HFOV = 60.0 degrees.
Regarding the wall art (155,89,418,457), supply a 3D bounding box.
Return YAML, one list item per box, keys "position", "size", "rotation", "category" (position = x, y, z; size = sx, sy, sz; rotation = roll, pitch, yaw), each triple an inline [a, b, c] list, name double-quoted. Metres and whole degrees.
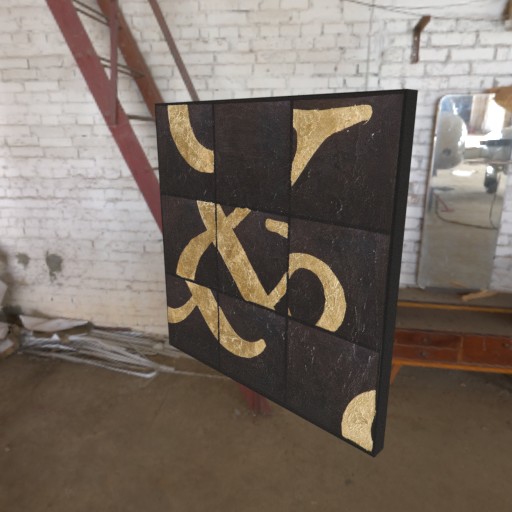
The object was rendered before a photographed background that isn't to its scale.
- position: [0.000, 0.000, 1.130]
  size: [0.758, 0.758, 0.044]
  rotation: [15, 22, 42]
  category: "wall art"
